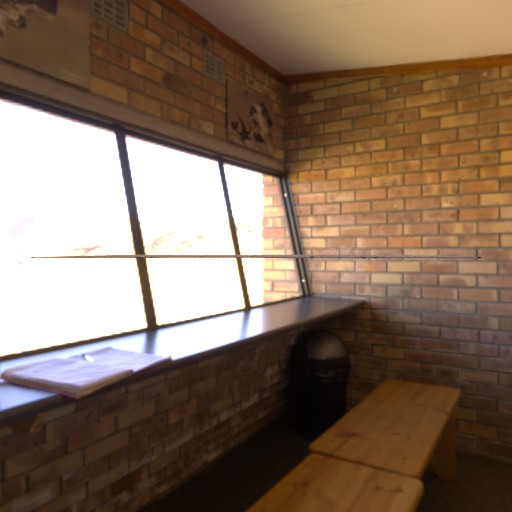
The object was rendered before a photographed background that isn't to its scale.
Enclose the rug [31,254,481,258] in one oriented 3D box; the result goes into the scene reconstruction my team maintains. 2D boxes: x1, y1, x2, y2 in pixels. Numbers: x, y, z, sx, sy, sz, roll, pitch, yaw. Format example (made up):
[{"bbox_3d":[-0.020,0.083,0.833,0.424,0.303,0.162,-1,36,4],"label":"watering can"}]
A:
[{"bbox_3d":[0.000,0.000,3.180,2.465,0.008,1.526,0,1,0],"label":"rug"}]
